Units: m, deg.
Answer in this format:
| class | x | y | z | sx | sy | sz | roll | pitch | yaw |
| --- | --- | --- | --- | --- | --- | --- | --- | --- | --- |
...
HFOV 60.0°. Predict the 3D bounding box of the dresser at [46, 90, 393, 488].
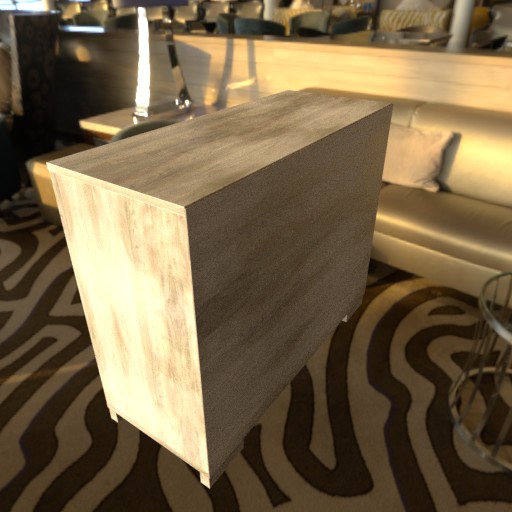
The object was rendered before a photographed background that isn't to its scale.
| class | x | y | z | sx | sy | sz | roll | pitch | yaw |
| --- | --- | --- | --- | --- | --- | --- | --- | --- | --- |
| dresser | 0.000 | 0.000 | 1.409 | 0.404 | 0.816 | 0.994 | 20 | 36 | 29 |
